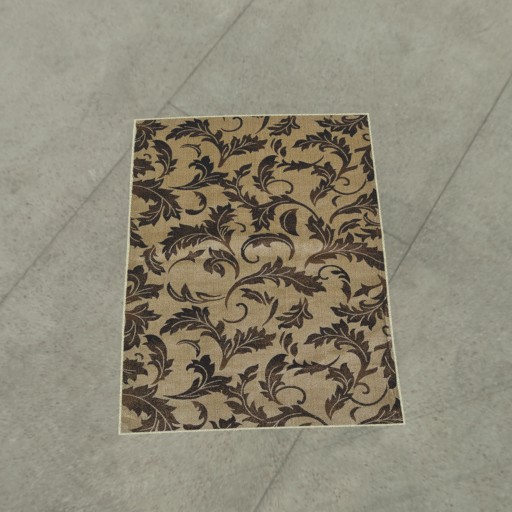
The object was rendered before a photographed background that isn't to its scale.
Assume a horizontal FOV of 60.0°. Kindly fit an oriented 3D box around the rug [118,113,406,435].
[{"bbox_3d":[0.000,0.000,4.057,2.380,0.008,2.977,-2,74,-1],"label":"rug"}]
